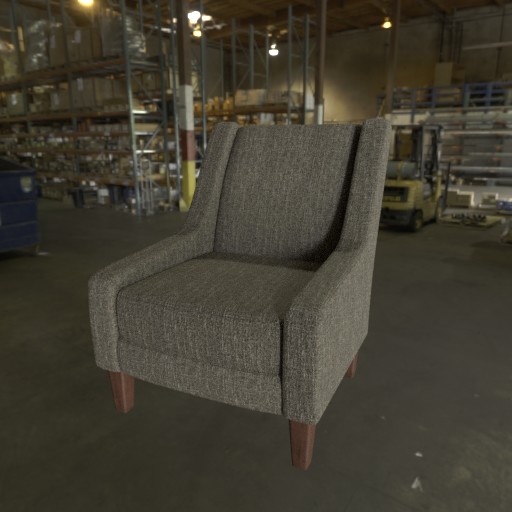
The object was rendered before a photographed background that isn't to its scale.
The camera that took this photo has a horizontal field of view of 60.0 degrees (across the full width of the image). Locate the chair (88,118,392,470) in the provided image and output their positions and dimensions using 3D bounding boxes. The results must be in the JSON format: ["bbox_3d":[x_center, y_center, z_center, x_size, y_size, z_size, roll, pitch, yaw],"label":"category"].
[{"bbox_3d":[0.000,0.000,1.660,0.793,1.012,0.944,6,15,24],"label":"chair"}]
